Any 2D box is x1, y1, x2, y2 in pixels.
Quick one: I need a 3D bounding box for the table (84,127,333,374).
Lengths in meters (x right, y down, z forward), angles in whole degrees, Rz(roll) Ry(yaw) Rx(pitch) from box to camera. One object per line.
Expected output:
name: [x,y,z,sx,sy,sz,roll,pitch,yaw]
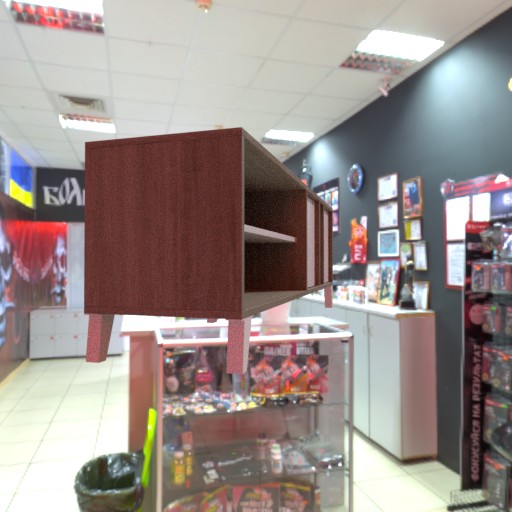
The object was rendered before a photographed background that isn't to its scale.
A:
table: [0.000,0.000,1.721,0.400,0.530,1.500,0,-1,17]
